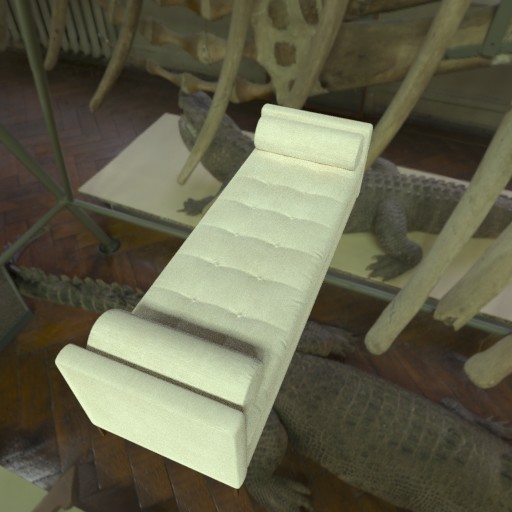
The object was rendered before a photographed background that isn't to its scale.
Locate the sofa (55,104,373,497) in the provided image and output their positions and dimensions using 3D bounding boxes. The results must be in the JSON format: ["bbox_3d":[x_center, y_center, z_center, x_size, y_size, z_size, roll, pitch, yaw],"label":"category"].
[{"bbox_3d":[0.000,0.000,2.263,0.686,0.635,1.981,16,48,15],"label":"sofa"}]
